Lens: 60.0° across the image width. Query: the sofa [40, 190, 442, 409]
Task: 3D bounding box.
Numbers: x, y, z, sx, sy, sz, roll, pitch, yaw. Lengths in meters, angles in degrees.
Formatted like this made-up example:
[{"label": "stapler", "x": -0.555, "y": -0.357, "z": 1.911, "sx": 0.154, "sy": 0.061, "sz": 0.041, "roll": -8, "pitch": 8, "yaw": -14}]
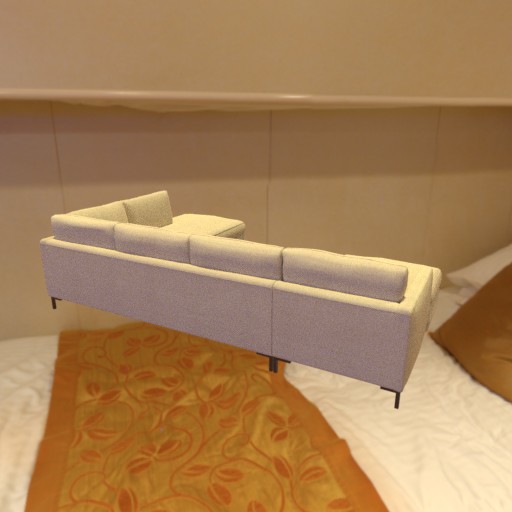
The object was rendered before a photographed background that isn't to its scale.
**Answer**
[{"label": "sofa", "x": 0.000, "y": 0.000, "z": 3.544, "sx": 2.737, "sy": 0.756, "sz": 1.879, "roll": 9, "pitch": 20, "yaw": 27}]
